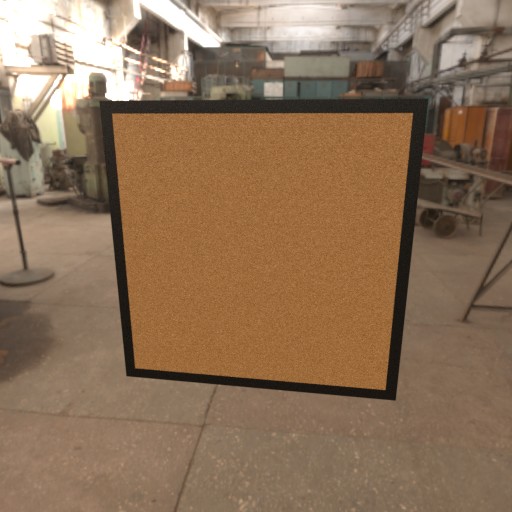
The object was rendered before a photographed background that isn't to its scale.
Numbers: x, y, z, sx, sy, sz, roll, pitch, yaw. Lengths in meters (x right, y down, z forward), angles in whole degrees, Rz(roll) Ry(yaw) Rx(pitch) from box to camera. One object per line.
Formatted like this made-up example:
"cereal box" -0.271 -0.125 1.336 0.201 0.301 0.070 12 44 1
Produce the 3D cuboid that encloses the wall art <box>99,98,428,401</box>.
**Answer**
"wall art" 0.000 0.000 1.146 0.762 0.762 0.038 3 17 8
